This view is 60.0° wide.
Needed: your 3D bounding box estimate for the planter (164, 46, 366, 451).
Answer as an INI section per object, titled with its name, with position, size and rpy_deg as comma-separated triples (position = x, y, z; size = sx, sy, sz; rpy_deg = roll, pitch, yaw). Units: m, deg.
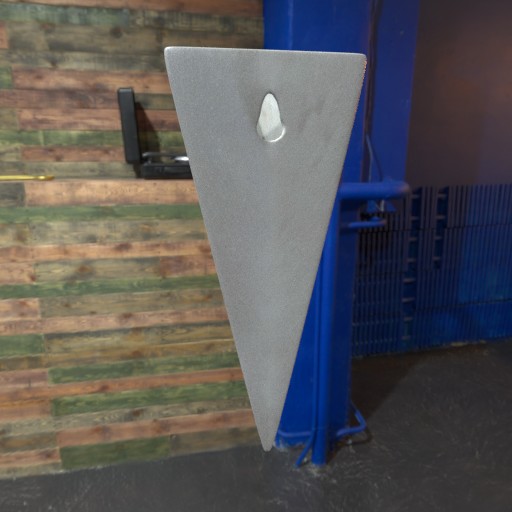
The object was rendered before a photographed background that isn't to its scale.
[planter]
position = 0.000, 0.000, 0.161
size = 0.058, 0.130, 0.047
rpy_deg = -3, 14, -10
